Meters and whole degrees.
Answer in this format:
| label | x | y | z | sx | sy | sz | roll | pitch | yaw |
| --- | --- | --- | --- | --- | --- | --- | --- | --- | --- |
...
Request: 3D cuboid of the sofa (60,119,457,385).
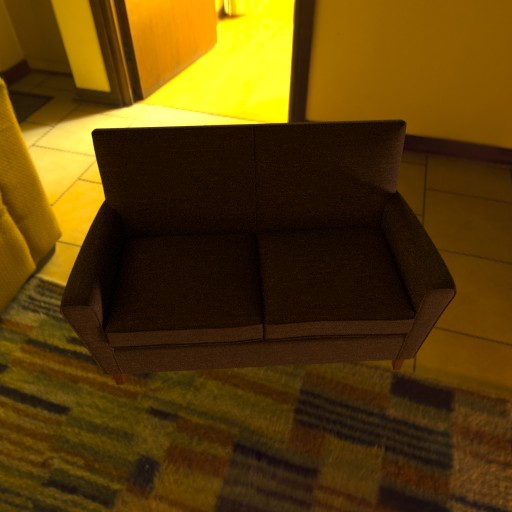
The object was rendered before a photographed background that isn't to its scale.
| label | x | y | z | sx | sy | sz | roll | pitch | yaw |
| --- | --- | --- | --- | --- | --- | --- | --- | --- | --- |
| sofa | 0.000 | 0.000 | 2.063 | 1.509 | 0.905 | 0.867 | -2 | 46 | -2 |
